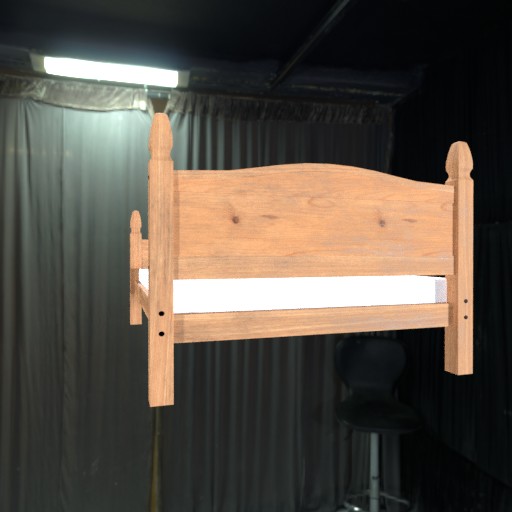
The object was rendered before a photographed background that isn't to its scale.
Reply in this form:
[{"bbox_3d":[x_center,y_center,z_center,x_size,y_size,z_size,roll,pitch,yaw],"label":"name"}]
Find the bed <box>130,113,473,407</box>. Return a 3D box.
[{"bbox_3d":[0.000,0.000,2.843,1.490,1.100,2.069,0,0,-18],"label":"bed"}]
